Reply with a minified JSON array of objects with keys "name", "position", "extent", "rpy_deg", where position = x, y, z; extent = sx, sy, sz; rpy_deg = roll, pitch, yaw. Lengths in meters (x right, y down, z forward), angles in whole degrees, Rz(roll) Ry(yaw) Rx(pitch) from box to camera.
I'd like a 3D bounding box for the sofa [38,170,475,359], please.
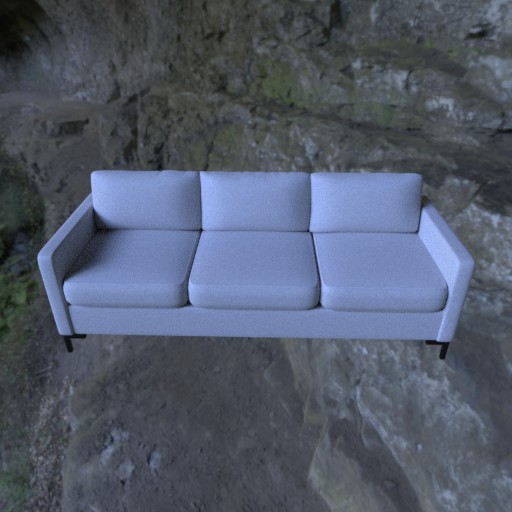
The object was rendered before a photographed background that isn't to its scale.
[{"name":"sofa","position":[0.000,0.000,2.675],"extent":[2.218,0.874,0.859],"rpy_deg":[1,31,1]}]
